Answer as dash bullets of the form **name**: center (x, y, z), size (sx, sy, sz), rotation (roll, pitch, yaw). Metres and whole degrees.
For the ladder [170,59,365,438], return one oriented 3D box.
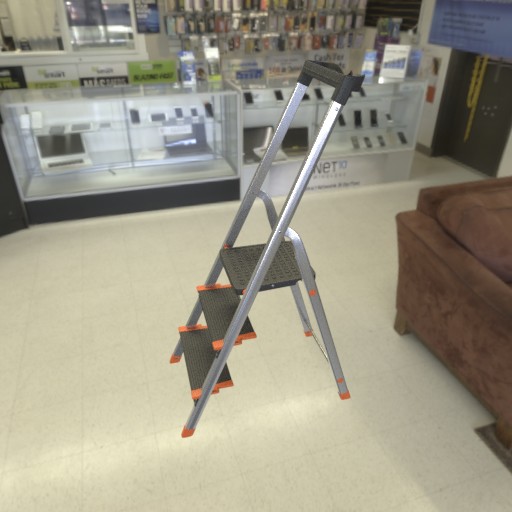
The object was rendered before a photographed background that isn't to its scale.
- **ladder**: center (0.000, 0.000, 1.567), size (0.686, 1.229, 0.416), rotation (-8, 33, -13)
